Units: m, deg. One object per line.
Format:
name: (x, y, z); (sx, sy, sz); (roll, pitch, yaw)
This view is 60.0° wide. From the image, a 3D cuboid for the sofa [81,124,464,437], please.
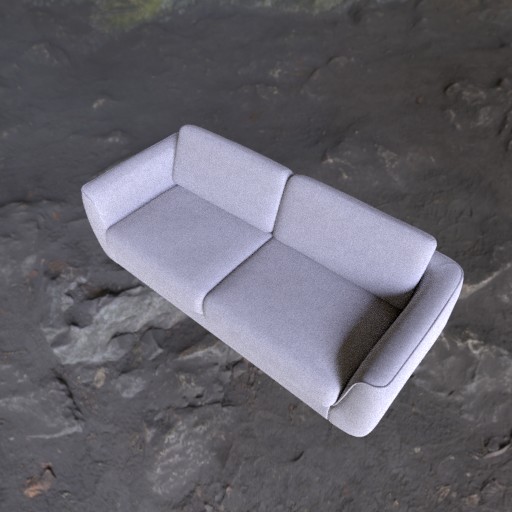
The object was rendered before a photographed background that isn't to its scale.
sofa: (0.000, 0.000, 2.467); (2.000, 0.850, 0.920); (31, 53, 26)
